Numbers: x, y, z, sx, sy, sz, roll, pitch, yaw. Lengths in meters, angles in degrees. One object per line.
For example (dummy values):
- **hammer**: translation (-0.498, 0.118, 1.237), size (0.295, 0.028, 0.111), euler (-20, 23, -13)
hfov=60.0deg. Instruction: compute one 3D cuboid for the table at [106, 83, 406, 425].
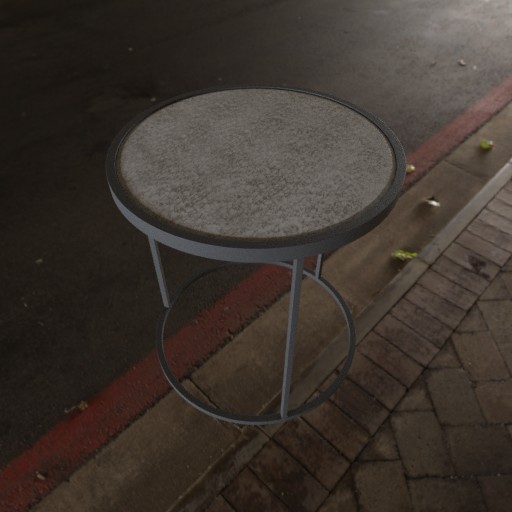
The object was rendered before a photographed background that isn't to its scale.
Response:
- **table**: translation (0.000, 0.000, 0.888), size (0.470, 0.498, 0.470), euler (0, 45, 0)
